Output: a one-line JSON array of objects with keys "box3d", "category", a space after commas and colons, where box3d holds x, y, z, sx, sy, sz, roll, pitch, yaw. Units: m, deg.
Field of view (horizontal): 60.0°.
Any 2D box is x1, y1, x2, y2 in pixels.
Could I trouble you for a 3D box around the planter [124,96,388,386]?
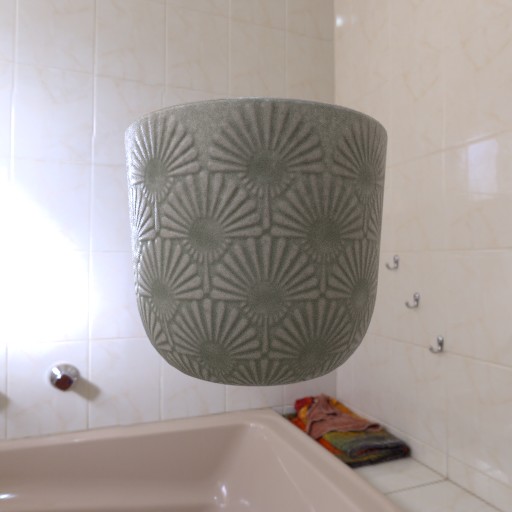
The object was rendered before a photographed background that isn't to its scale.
[{"box3d": [0.000, 0.000, 0.296, 0.170, 0.152, 0.170, 0, -1, 0], "category": "planter"}]
